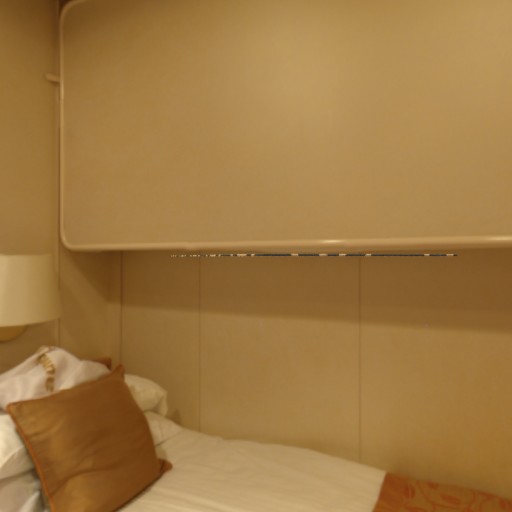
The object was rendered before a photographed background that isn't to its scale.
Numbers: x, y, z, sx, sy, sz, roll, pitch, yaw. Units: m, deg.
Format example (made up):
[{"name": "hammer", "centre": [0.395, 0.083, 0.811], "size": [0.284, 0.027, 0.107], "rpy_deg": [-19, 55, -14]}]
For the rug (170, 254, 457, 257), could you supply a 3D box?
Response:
[{"name": "rug", "centre": [0.000, 0.000, 2.471], "size": [0.685, 0.006, 2.296], "rpy_deg": [0, 0, -18]}]
